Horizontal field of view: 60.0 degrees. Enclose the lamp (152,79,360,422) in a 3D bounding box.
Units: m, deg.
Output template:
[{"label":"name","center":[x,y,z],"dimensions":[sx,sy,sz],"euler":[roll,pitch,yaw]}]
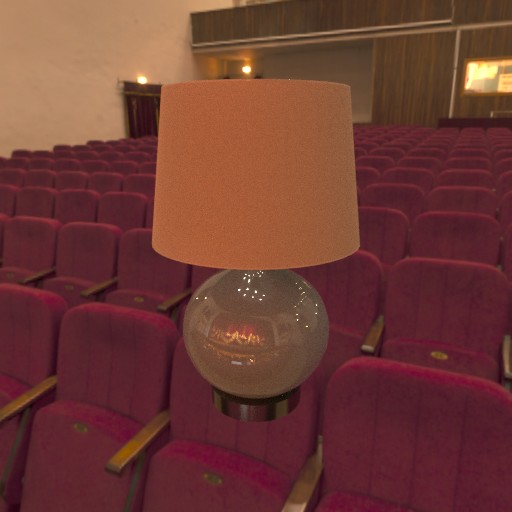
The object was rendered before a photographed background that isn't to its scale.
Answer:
[{"label":"lamp","center":[0.000,0.000,0.544],"dimensions":[0.247,0.387,0.247],"euler":[0,16,0]}]
